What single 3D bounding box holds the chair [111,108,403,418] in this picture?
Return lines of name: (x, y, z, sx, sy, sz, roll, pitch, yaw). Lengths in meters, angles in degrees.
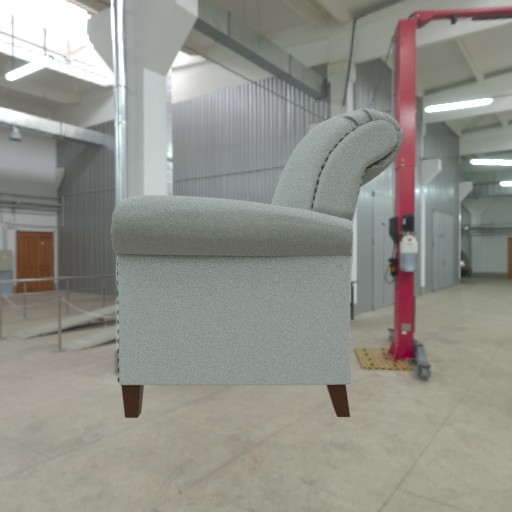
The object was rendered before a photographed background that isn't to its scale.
chair: (0.000, 0.000, 1.625, 0.890, 0.927, 0.854, 0, 1, 0)
